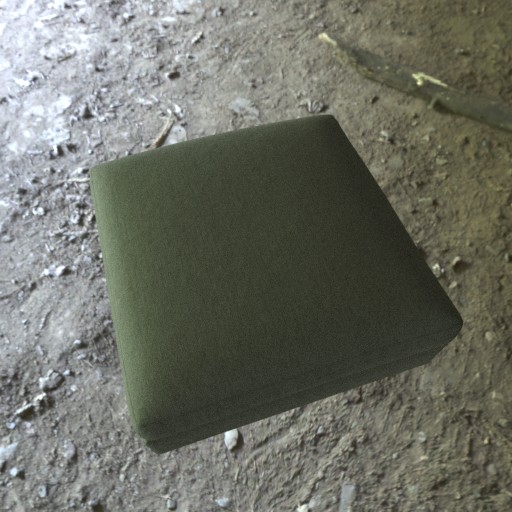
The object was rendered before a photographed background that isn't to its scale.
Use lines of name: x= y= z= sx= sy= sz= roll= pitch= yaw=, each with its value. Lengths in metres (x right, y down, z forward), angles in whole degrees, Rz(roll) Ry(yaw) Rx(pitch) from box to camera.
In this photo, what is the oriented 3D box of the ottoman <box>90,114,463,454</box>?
ottoman: x=0.000 y=0.000 z=1.616 sx=1.041 sy=0.470 sz=1.041 roll=-15 pitch=59 yaw=-9
